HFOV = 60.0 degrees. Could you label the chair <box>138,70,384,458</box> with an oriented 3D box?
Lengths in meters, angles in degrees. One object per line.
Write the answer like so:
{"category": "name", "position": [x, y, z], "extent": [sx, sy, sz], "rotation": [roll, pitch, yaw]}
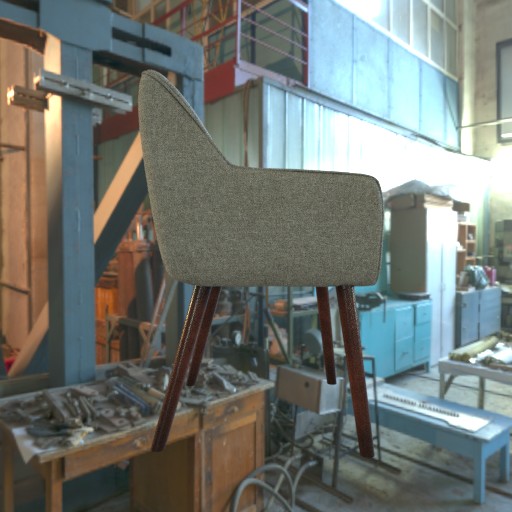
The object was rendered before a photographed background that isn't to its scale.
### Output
{"category": "chair", "position": [0.000, 0.000, 1.136], "extent": [0.519, 0.803, 0.543], "rotation": [0, 1, 1]}
